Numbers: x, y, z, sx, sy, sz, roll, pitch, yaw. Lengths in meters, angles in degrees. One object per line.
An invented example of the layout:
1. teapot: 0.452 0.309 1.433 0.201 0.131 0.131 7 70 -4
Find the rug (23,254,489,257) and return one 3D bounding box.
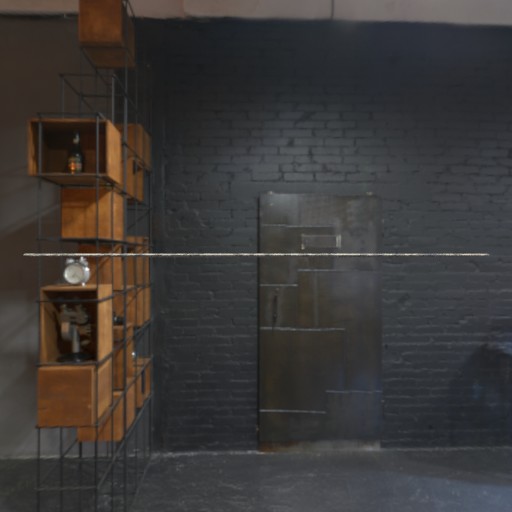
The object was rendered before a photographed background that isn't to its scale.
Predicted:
1. rug: 0.000 0.000 2.977 2.261 0.013 1.676 0 0 -1
